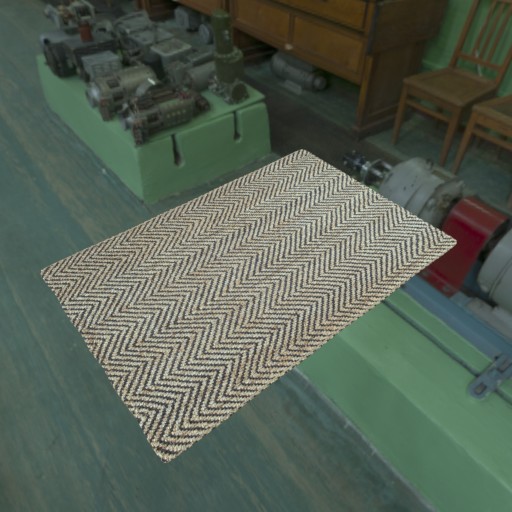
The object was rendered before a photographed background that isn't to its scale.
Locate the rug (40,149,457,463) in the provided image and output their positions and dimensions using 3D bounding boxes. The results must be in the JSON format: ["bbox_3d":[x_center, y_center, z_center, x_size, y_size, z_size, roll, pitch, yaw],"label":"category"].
[{"bbox_3d":[0.000,0.000,2.304,1.828,0.008,1.219,-30,52,-27],"label":"rug"}]
